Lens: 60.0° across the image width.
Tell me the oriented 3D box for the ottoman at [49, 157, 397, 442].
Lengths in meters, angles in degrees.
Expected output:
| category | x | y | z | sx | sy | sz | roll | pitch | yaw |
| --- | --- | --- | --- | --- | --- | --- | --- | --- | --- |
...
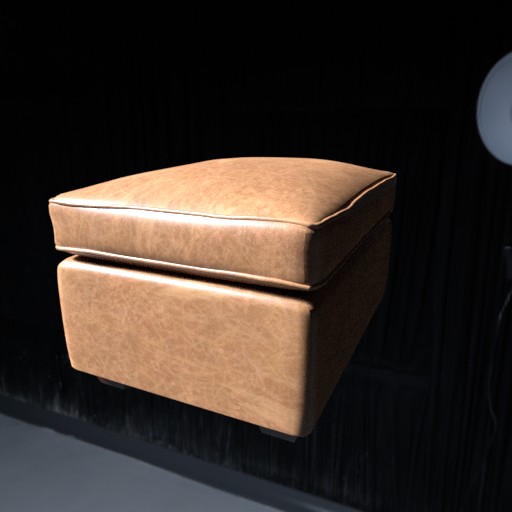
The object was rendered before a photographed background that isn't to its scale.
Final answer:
| category | x | y | z | sx | sy | sz | roll | pitch | yaw |
| --- | --- | --- | --- | --- | --- | --- | --- | --- | --- |
| ottoman | 0.000 | 0.000 | 1.098 | 0.554 | 0.468 | 0.756 | 8 | 18 | 24 |
